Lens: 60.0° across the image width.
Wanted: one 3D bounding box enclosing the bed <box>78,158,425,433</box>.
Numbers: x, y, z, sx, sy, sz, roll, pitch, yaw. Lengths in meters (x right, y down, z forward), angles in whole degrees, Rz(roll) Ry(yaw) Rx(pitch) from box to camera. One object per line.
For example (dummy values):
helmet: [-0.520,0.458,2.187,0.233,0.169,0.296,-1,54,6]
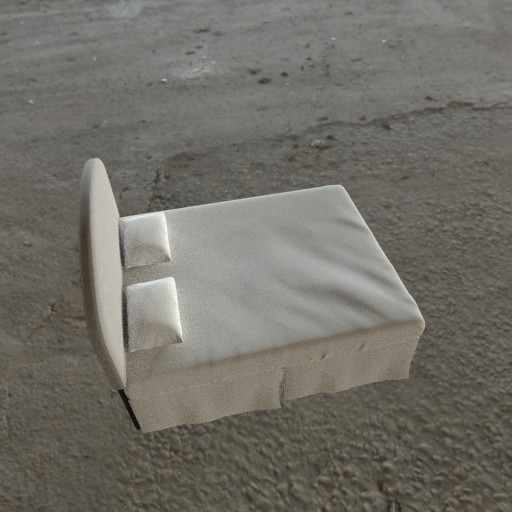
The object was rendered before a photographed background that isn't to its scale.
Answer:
bed: [0.000,0.000,3.087,2.005,1.410,1.607,-10,47,-9]
